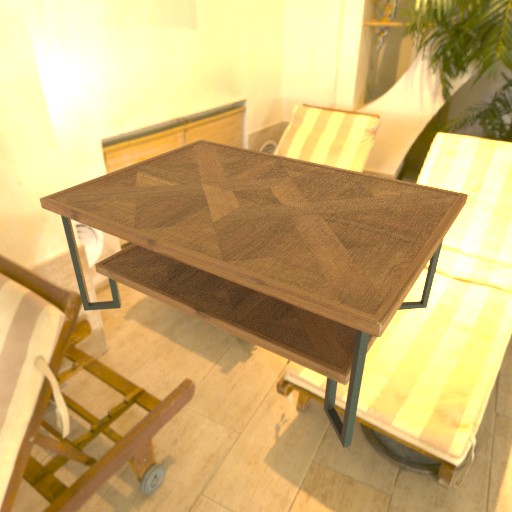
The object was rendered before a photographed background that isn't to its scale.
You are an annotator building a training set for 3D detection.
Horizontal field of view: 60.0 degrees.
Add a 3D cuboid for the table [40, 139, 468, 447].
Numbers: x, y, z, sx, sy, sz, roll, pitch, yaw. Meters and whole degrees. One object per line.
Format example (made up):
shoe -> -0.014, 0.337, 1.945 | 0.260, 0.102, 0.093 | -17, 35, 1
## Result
table -> 0.000, 0.000, 1.687 | 1.238, 0.492, 0.877 | 19, 35, 29
